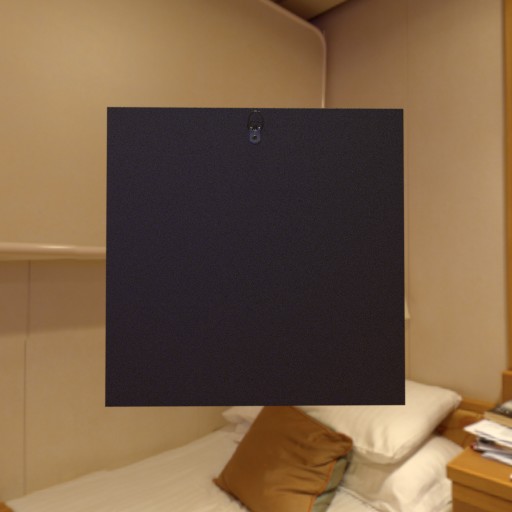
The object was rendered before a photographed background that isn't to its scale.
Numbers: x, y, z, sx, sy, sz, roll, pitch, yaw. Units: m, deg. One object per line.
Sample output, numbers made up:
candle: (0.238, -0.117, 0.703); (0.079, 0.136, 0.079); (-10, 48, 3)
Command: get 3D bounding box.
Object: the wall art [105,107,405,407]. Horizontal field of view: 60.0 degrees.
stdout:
wall art: (0.000, 0.000, 0.521); (0.349, 0.349, 0.038); (0, -1, -1)
